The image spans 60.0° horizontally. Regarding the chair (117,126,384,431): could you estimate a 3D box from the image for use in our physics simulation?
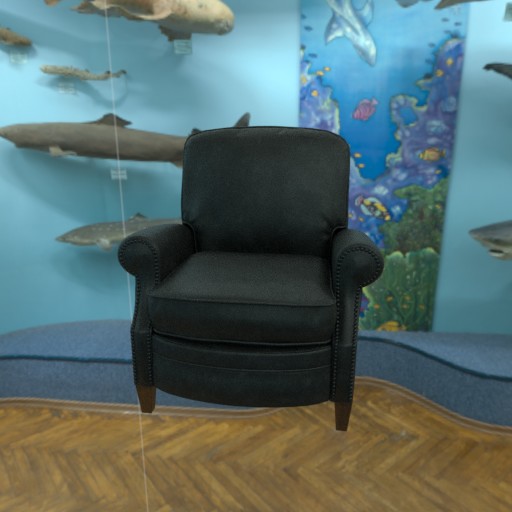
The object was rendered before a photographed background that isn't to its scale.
[{"bbox_3d":[0.000,0.000,1.800,0.936,1.018,0.986,2,16,8],"label":"chair"}]
